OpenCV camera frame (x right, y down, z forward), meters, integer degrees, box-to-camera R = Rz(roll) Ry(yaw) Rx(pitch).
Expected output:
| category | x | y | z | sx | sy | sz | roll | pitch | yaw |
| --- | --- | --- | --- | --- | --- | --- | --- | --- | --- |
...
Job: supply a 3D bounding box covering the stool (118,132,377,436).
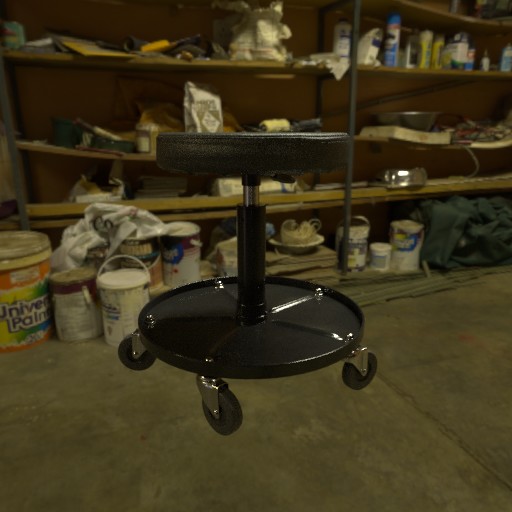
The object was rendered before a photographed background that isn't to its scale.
| category | x | y | z | sx | sy | sz | roll | pitch | yaw |
| --- | --- | --- | --- | --- | --- | --- | --- | --- | --- |
| stool | 0.000 | 0.000 | 0.680 | 0.381 | 0.365 | 0.382 | 7 | 17 | 25 |
